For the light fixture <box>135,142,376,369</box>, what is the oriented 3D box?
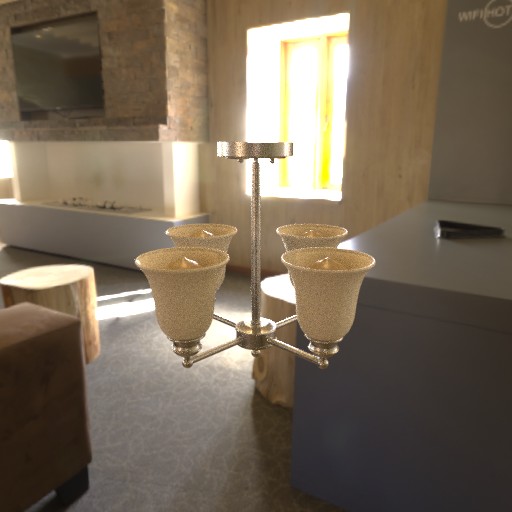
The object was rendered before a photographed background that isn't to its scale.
[{"bbox_3d":[0.000,0.000,0.743,0.427,0.370,0.427,-14,20,-43],"label":"light fixture"}]
